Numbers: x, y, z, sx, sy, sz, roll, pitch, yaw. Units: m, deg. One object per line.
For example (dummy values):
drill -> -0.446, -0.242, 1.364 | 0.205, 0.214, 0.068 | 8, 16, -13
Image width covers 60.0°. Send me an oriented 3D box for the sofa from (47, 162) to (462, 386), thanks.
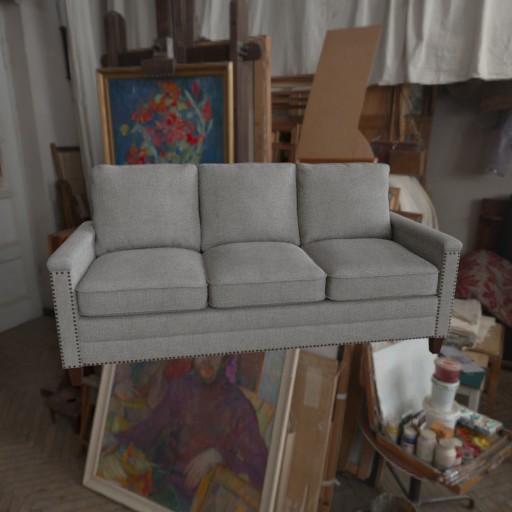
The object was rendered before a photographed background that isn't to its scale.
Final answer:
sofa -> 0.000, 0.000, 2.418 | 1.925, 0.959, 0.828 | -3, 17, -9
